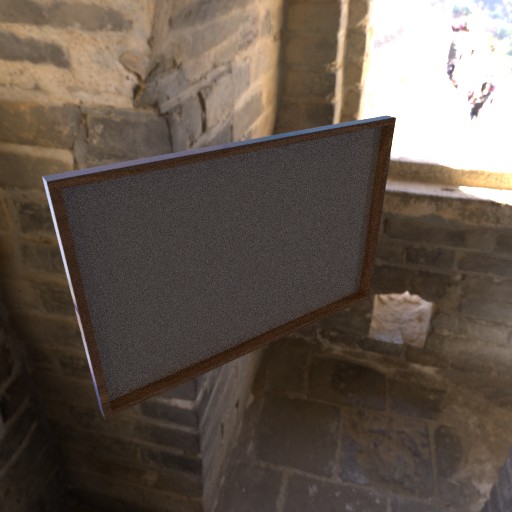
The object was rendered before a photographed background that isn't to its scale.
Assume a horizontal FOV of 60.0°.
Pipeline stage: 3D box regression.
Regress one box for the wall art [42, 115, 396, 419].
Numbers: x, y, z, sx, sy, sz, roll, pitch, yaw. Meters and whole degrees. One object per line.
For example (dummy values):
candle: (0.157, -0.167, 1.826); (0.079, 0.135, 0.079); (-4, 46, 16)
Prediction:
wall art: (0.000, 0.000, 1.161); (0.911, 0.605, 0.037); (-19, 35, -29)
